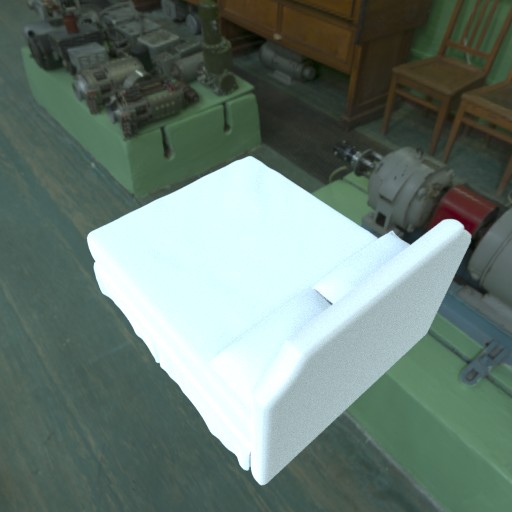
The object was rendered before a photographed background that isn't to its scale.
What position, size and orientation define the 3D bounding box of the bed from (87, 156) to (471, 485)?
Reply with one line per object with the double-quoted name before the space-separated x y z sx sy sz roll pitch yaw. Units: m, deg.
"bed" 0.000 0.000 3.826 2.134 1.524 2.548 -32 54 -27
